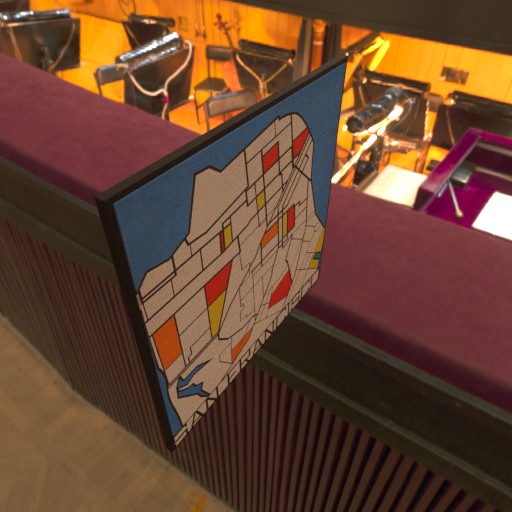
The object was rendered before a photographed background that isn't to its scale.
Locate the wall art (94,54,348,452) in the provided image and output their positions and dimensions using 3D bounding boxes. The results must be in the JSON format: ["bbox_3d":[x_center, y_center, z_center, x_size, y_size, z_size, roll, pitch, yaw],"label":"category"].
[{"bbox_3d":[0.000,0.000,0.663,0.013,0.457,0.458,25,47,25],"label":"wall art"}]
